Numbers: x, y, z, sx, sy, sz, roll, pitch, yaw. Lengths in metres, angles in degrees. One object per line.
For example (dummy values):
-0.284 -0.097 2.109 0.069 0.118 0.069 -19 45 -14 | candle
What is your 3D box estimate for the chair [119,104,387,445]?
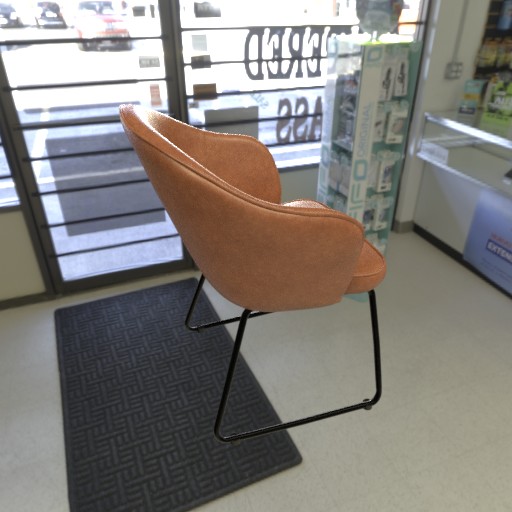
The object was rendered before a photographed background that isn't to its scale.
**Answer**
0.000 0.000 1.167 0.580 0.785 0.582 -10 32 -16 | chair
